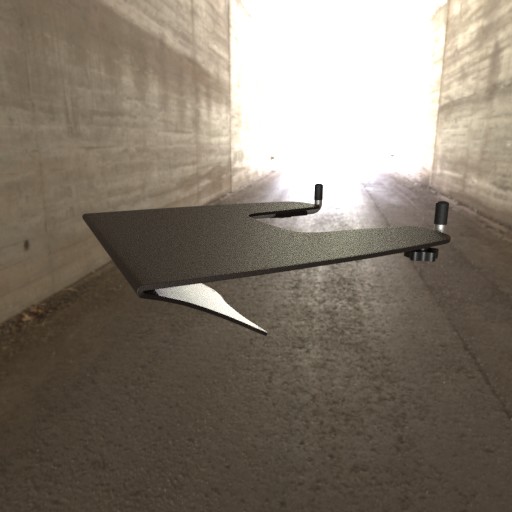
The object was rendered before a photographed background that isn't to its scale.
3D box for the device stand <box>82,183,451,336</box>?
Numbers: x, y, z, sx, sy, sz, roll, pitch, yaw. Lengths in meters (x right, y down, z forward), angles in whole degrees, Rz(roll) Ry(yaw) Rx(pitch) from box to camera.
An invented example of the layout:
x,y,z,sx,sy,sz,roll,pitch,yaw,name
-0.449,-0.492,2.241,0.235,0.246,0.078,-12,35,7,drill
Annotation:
x,y,z,sx,sy,sz,roll,pitch,yaw,name
0.000,0.000,0.349,0.230,0.092,0.230,-7,16,-26,device stand
